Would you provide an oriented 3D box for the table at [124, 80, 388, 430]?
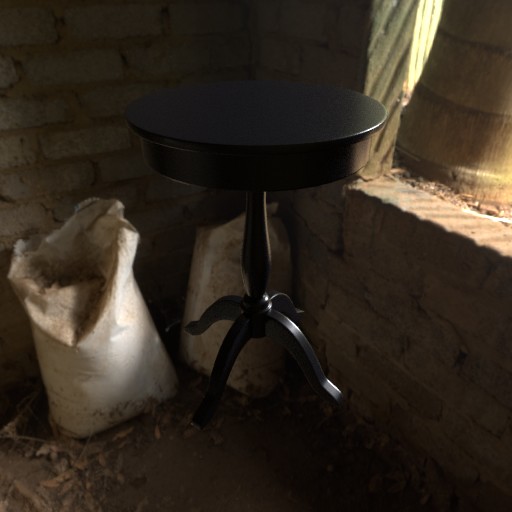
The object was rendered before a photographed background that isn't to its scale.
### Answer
[{"bbox_3d":[0.000,0.000,1.000,0.481,0.665,0.481,0,32,0],"label":"table"}]
